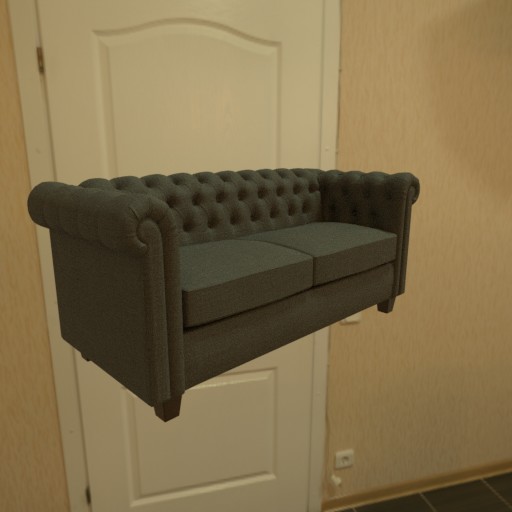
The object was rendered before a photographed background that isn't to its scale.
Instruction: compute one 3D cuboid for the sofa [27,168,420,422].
[{"bbox_3d":[0.000,0.000,2.171,1.798,0.797,0.783,-13,19,-42],"label":"sofa"}]
